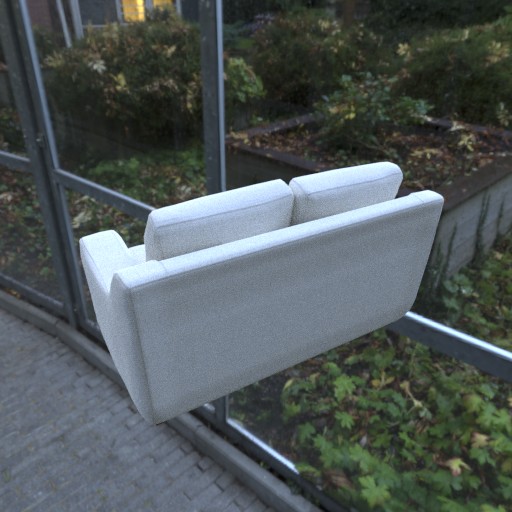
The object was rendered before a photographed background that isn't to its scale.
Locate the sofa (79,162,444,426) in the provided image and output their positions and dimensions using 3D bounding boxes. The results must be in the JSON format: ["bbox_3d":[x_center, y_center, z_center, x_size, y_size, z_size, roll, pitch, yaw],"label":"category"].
[{"bbox_3d":[0.000,0.000,2.483,1.744,1.047,1.040,-16,33,-27],"label":"sofa"}]
